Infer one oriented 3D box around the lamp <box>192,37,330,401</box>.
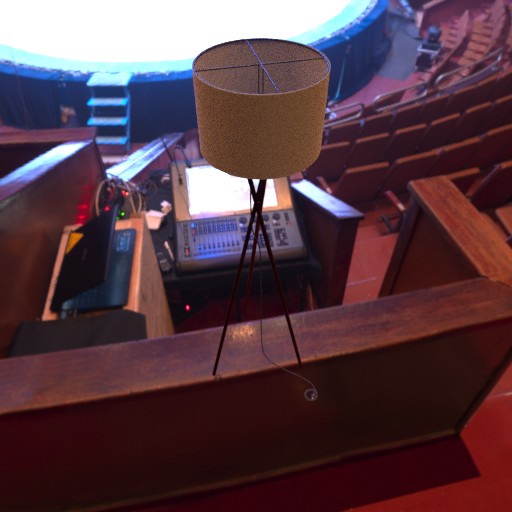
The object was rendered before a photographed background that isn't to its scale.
[{"bbox_3d":[0.000,0.000,1.928,0.522,1.624,0.667,-10,47,-10],"label":"lamp"}]
